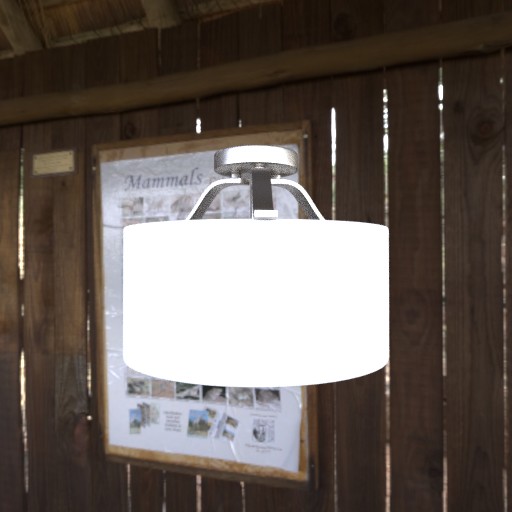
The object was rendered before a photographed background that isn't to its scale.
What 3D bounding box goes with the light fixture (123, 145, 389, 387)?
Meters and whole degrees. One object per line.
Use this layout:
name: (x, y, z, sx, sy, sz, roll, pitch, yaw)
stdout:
light fixture: (0.000, 0.000, 0.660, 0.395, 0.304, 0.395, 0, -1, 0)
